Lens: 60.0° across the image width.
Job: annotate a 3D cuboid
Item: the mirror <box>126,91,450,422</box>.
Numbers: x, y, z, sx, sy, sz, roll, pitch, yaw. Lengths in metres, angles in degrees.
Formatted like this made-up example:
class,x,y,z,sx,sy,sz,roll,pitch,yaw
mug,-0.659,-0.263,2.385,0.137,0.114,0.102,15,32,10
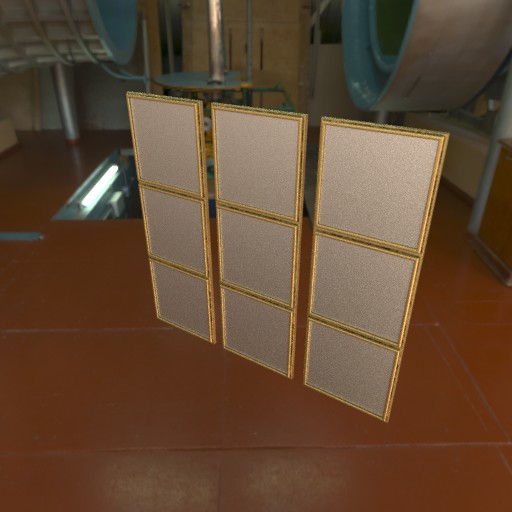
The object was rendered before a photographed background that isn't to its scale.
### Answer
class,x,y,z,sx,sy,sz,roll,pitch,yaw
mirror,0.000,0.000,1.443,1.011,0.926,0.023,18,34,28
